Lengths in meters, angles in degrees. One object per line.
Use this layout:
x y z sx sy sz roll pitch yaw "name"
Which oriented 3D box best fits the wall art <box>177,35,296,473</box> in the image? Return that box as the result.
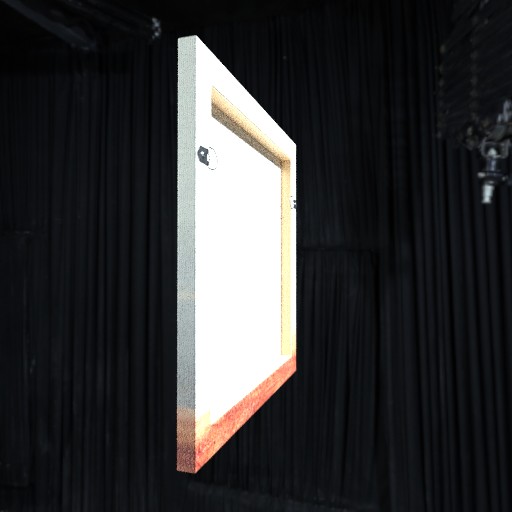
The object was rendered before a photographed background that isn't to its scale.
0.000 0.000 1.134 0.042 0.760 0.760 0 -1 18 "wall art"
